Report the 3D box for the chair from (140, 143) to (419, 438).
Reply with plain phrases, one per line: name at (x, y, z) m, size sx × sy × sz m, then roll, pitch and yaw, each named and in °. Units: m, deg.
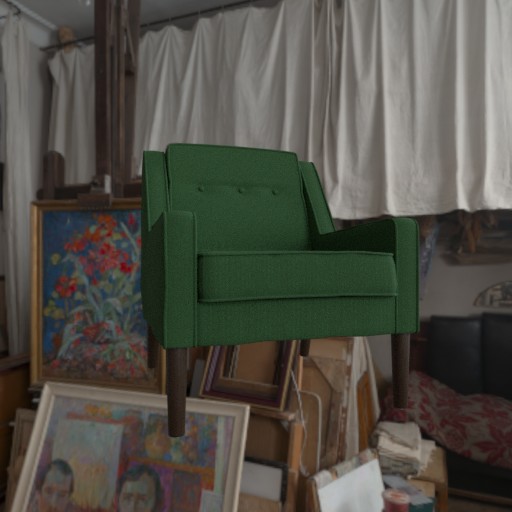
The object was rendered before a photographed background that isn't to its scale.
chair at (0.000, 0.000, 1.360) m, size 0.663 × 0.792 × 0.743 m, roll 0°, pitch 0°, yaw -18°
